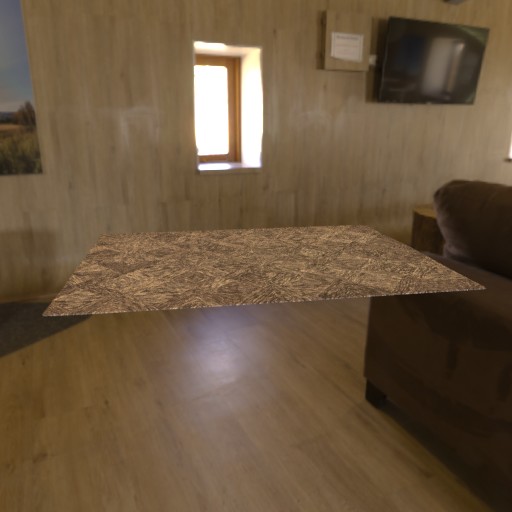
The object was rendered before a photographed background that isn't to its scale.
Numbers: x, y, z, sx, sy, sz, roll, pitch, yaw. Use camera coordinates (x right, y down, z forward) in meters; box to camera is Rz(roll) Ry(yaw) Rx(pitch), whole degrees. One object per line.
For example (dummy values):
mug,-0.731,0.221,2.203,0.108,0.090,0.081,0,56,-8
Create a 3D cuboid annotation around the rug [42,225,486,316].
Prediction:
rug,0.000,0.000,5.390,4.093,0.020,2.997,-3,16,-9
